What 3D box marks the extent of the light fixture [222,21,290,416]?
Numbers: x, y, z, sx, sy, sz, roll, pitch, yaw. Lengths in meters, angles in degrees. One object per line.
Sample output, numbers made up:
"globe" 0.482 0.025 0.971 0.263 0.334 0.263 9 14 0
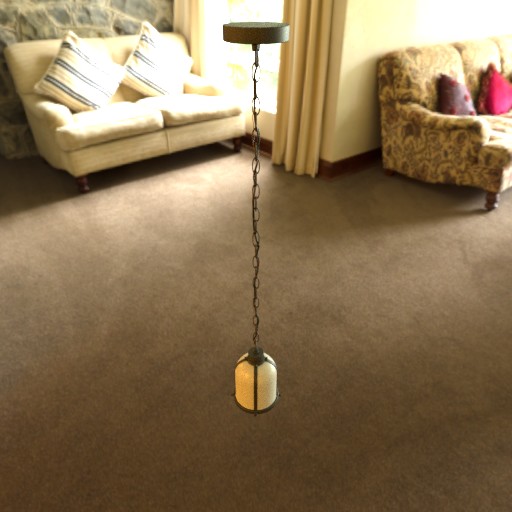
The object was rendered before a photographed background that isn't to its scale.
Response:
"light fixture" 0.000 0.000 1.271 0.178 1.181 0.178 1 32 1
